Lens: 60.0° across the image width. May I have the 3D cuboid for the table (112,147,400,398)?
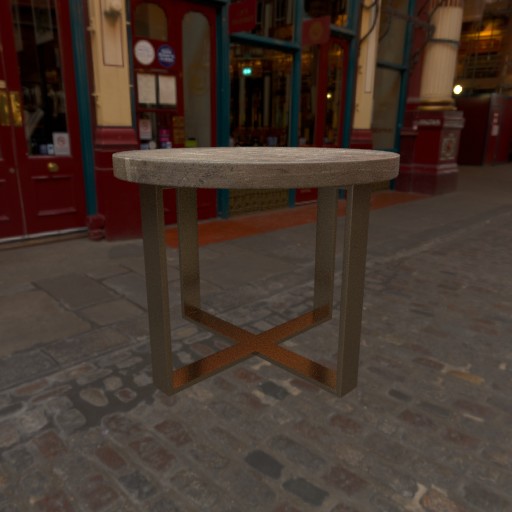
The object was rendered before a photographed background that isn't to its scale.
[{"bbox_3d":[0.000,0.000,0.960,0.557,0.437,0.557,0,16,0],"label":"table"}]
